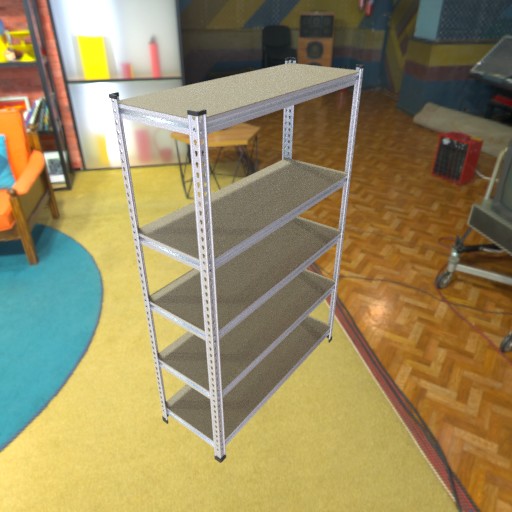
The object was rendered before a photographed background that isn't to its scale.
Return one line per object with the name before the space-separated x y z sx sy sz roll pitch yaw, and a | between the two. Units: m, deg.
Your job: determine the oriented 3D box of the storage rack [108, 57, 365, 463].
storage rack | 0.000 0.000 2.412 0.457 1.829 1.219 22 38 31
